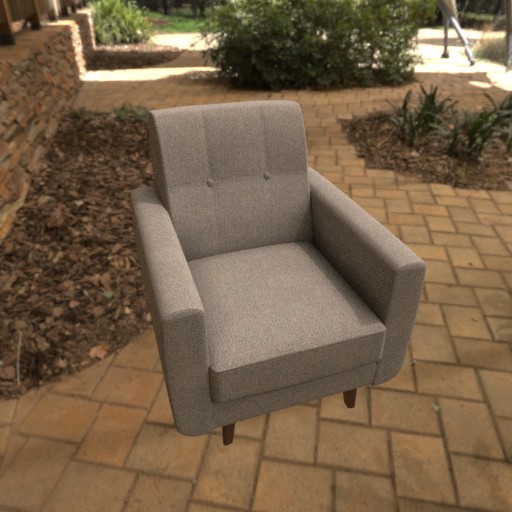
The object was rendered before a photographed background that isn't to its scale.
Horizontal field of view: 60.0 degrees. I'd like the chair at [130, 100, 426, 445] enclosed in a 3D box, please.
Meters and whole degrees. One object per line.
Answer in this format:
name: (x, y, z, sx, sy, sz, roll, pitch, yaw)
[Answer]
chair: (0.000, 0.000, 1.693, 0.845, 0.968, 0.942, -10, 33, -16)
